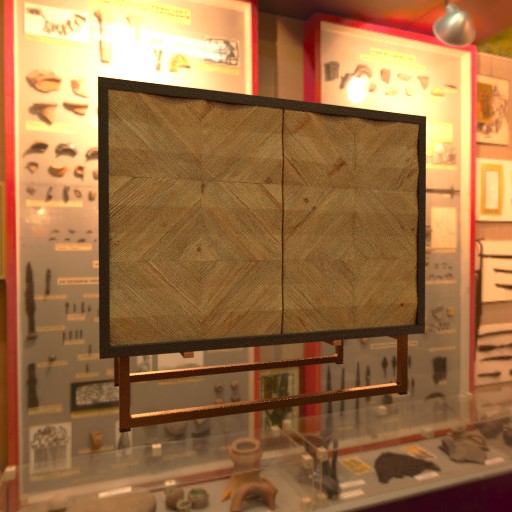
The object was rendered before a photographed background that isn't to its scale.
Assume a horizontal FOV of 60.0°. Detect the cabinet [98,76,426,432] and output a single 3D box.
[{"bbox_3d":[0.000,0.000,1.421,0.950,0.860,0.451,0,1,-20],"label":"cabinet"}]
